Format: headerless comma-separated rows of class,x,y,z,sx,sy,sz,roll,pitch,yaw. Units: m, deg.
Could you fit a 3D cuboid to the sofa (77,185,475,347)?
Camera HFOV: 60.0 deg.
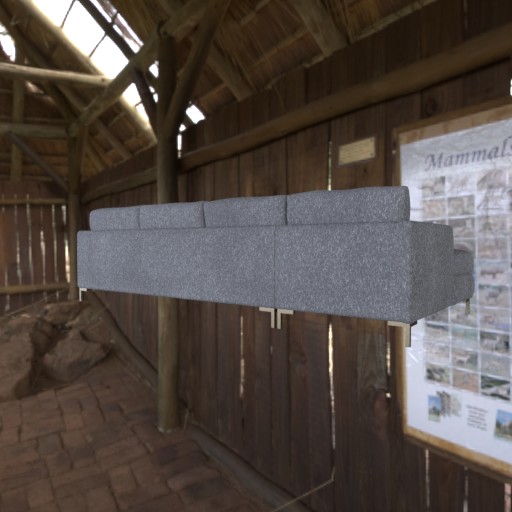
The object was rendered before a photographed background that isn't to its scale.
sofa,0.000,0.000,3.506,2.932,0.810,1.350,1,2,37
